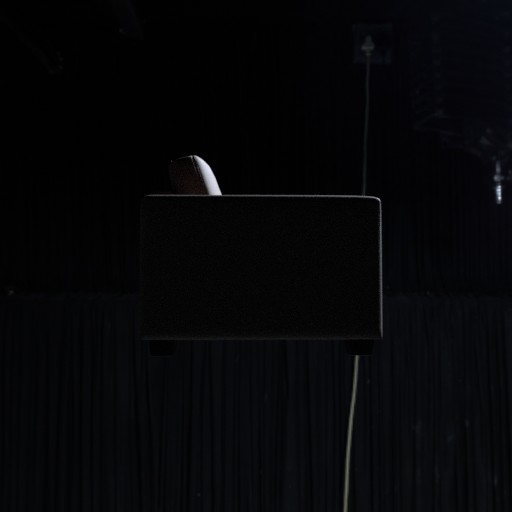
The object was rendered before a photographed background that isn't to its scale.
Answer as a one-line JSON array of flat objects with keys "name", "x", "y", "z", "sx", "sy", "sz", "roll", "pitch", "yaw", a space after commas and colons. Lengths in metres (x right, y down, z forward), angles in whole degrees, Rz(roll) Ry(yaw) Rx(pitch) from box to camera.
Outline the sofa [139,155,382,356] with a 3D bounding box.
[{"name": "sofa", "x": 0.000, "y": 0.000, "z": 2.679, "sx": 0.900, "sy": 0.806, "sz": 2.160, "roll": 0, "pitch": -2, "yaw": -1}]
